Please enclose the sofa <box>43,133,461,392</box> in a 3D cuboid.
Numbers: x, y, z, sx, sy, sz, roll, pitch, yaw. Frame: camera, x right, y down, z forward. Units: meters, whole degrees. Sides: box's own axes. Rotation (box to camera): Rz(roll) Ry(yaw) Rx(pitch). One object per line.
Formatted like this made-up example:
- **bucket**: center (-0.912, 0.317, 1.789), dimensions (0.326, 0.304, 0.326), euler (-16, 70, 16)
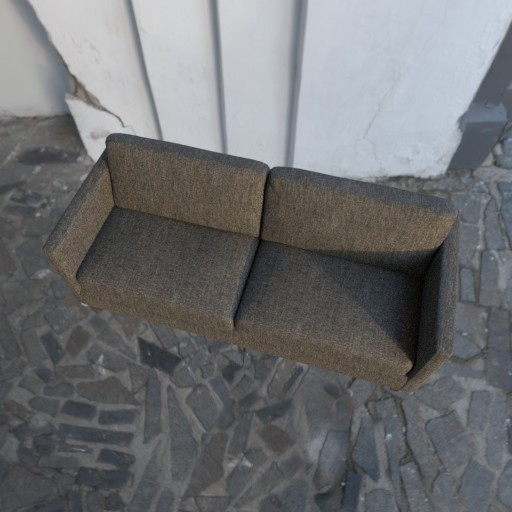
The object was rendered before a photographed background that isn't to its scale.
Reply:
- **sofa**: center (0.000, 0.000, 2.700), dimensions (2.208, 0.960, 0.948), euler (14, 59, 8)
